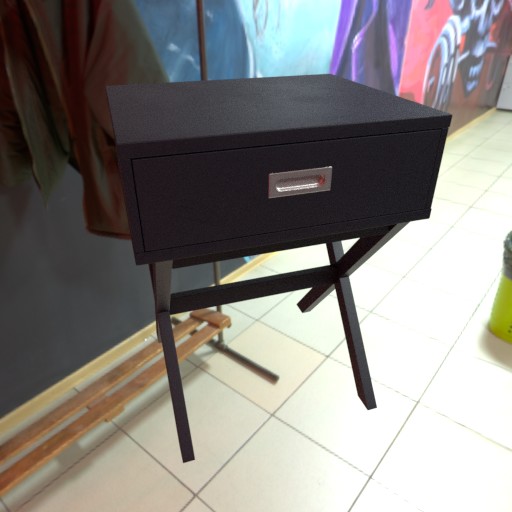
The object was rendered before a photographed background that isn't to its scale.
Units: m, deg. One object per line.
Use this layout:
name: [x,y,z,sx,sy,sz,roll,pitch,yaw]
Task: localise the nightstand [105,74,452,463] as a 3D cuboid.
nightstand: [0.000,0.000,0.911,0.479,0.623,0.402,-9,32,-16]
